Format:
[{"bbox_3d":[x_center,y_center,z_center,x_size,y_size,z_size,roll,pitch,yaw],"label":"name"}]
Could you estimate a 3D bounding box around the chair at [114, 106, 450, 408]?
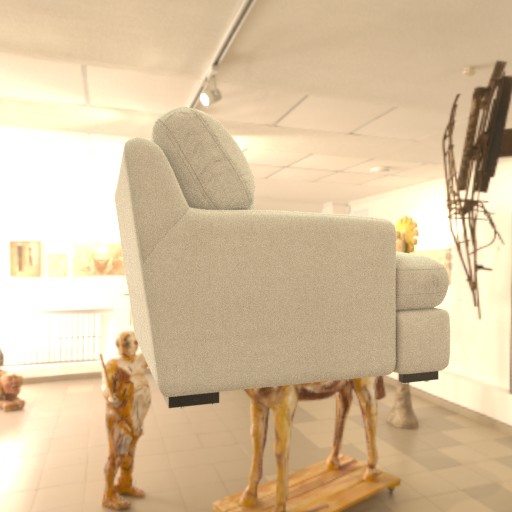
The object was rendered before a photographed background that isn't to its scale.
[{"bbox_3d":[0.000,0.000,1.939,1.158,0.930,1.140,0,-1,-19],"label":"chair"}]
